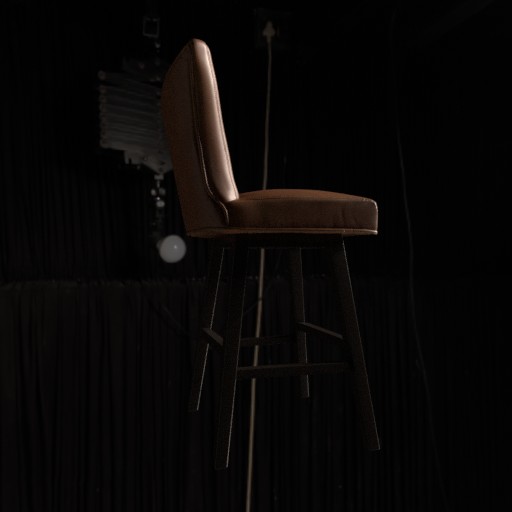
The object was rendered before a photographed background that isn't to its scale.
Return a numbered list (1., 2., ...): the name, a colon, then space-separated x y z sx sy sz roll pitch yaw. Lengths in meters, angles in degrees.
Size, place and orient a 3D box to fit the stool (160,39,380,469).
1. stool: 0.000 0.000 1.411 0.585 1.094 0.522 0 0 -17
